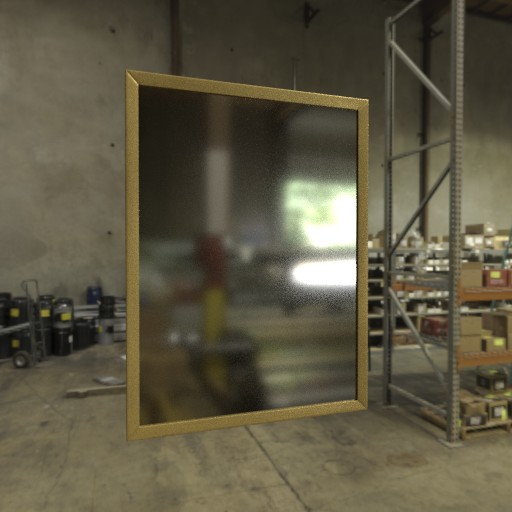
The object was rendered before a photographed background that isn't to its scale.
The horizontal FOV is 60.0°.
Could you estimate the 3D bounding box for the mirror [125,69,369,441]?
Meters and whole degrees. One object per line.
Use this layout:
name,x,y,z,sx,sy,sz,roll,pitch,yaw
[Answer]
mirror,0.000,0.000,1.350,0.762,1.016,0.040,0,1,-19
